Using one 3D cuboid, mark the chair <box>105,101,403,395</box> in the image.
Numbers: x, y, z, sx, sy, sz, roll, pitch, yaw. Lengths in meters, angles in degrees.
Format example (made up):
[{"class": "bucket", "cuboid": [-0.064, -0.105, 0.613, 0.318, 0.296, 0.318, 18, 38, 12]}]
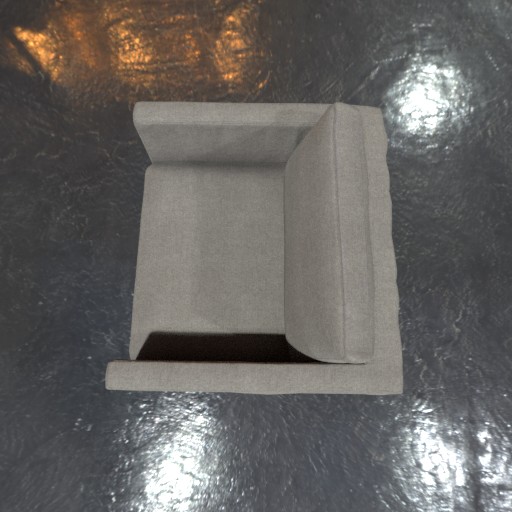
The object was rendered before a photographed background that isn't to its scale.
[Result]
[{"class": "chair", "cuboid": [0.000, 0.000, 1.748, 0.949, 0.863, 1.057, 1, 74, 0]}]
